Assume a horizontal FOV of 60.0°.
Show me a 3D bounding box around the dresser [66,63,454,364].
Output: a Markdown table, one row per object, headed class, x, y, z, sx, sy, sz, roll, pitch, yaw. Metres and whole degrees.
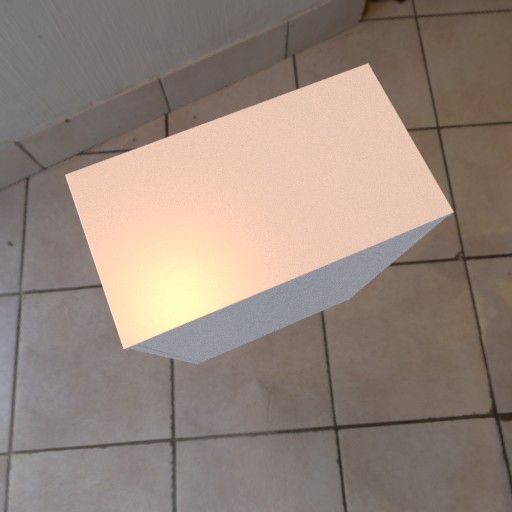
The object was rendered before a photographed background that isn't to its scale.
| class | x | y | z | sx | sy | sz | roll | pitch | yaw |
| --- | --- | --- | --- | --- | --- | --- | --- | --- | --- |
| dresser | 0.000 | 0.000 | 1.404 | 0.704 | 1.021 | 0.401 | -22 | 76 | -6 |
